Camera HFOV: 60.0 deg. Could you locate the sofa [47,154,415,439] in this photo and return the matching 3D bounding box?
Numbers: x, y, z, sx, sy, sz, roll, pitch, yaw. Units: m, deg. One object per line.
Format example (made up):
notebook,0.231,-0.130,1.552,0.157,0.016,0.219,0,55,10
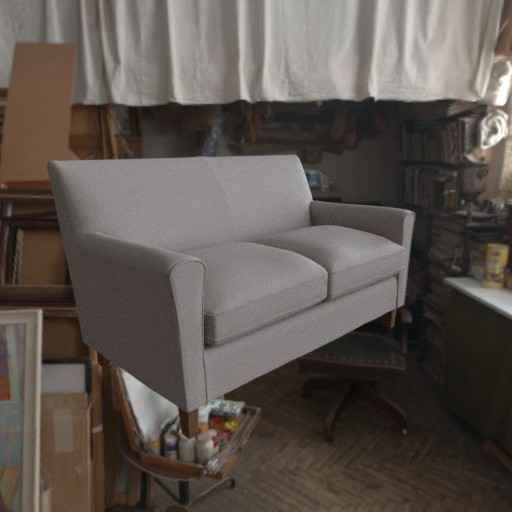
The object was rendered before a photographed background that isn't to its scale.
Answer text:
sofa,0.000,0.000,2.064,1.482,0.890,0.888,-13,19,-43
